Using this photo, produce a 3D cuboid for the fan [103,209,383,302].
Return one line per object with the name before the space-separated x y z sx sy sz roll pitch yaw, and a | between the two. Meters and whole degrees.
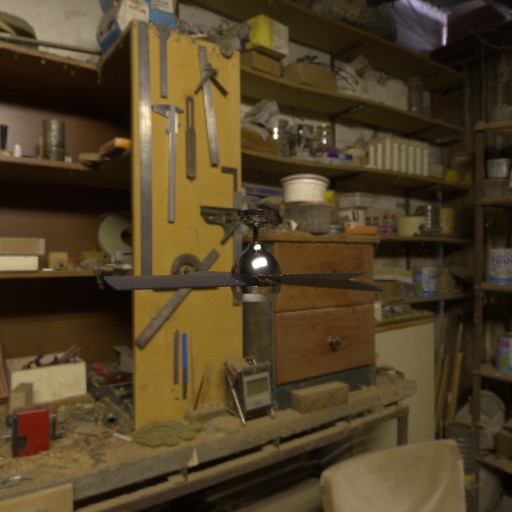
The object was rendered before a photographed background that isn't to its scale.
fan | 0.000 0.000 2.006 1.332 0.403 1.332 0 -1 -34
